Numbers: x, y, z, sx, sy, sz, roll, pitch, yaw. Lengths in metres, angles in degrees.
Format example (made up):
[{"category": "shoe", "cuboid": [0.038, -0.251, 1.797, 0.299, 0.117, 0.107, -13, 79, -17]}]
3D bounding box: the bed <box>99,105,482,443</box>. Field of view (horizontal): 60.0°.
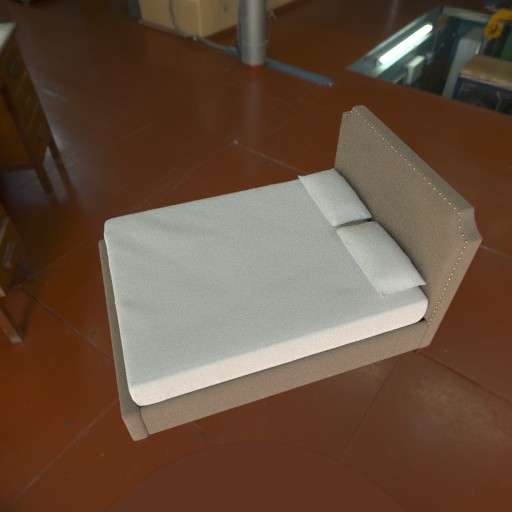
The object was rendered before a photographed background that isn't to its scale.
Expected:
[{"category": "bed", "cuboid": [0.000, 0.000, 3.387, 2.329, 1.415, 1.703, -14, 47, -13]}]
